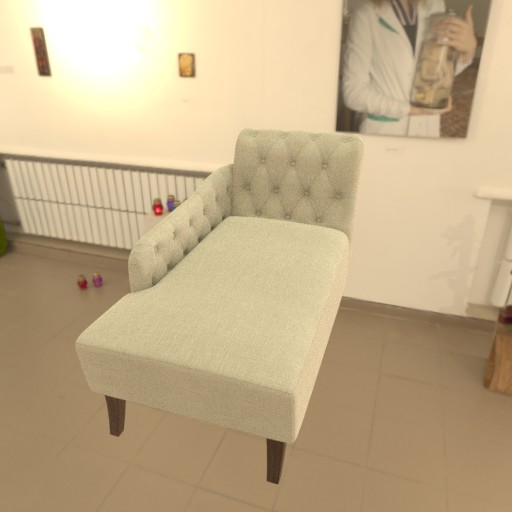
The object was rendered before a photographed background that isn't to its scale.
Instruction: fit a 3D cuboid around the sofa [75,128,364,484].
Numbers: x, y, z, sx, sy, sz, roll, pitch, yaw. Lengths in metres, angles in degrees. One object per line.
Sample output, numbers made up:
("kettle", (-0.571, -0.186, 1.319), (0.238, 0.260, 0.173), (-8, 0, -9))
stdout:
("sofa", (0.000, 0.000, 1.769), (0.675, 0.787, 1.379), (8, 27, 17))
